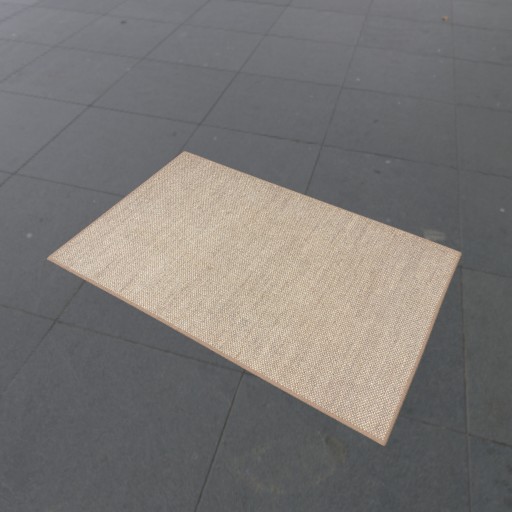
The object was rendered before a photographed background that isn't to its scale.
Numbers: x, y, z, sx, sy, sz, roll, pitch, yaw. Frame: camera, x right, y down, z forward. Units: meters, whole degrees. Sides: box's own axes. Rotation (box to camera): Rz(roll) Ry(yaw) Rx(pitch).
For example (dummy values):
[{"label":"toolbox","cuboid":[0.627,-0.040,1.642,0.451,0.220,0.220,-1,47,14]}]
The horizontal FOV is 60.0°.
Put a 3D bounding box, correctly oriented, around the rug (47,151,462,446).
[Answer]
[{"label":"rug","cuboid":[0.000,0.000,2.101,1.668,0.012,1.061,24,51,21]}]
